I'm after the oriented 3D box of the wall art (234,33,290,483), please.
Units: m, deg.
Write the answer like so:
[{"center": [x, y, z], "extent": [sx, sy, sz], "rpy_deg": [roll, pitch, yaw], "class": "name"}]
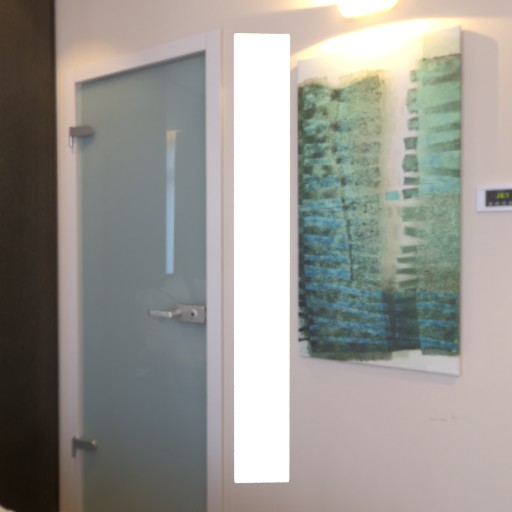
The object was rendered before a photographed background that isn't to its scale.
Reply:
[{"center": [0.000, 0.000, 0.452], "extent": [0.038, 0.305, 0.305], "rpy_deg": [0, 1, -2], "class": "wall art"}]
